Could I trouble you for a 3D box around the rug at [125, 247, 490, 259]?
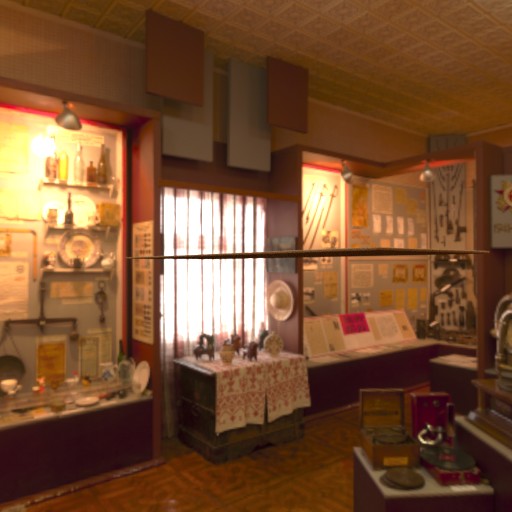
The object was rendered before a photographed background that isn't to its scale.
[{"bbox_3d":[0.000,0.000,2.705,0.769,0.012,2.448,1,-1,-36],"label":"rug"}]
